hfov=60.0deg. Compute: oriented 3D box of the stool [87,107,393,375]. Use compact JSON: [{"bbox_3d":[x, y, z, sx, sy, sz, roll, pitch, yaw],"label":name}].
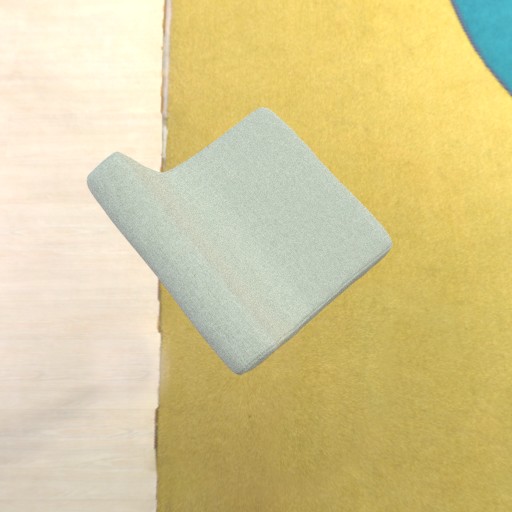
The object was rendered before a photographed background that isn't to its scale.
[{"bbox_3d":[0.000,0.000,1.360,0.500,1.037,0.511,-39,80,-9],"label":"stool"}]
